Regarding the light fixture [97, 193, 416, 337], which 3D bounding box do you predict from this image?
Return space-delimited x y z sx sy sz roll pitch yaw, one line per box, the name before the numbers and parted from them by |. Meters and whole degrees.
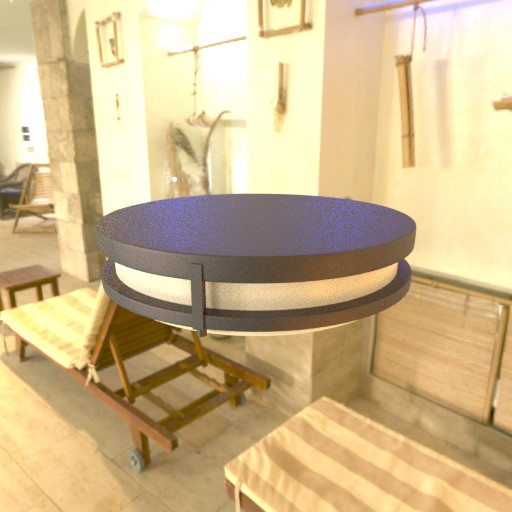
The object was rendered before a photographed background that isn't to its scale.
light fixture | 0.000 0.000 0.533 0.356 0.102 0.356 0 16 0
